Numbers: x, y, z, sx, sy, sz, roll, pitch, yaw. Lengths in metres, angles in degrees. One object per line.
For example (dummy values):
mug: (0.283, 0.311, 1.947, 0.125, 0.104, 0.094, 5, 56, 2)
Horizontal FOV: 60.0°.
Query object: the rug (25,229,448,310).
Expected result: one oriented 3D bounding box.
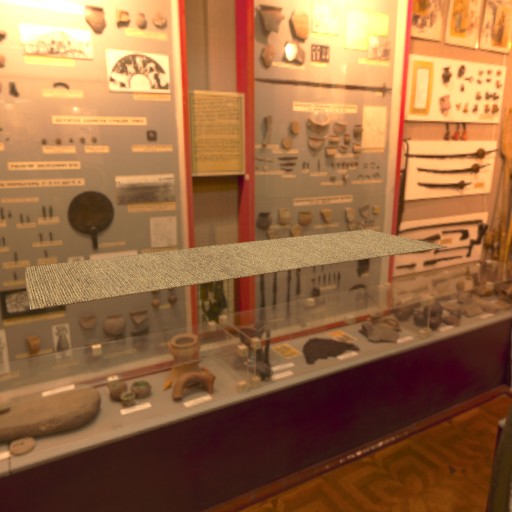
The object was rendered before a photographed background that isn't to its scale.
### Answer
rug: (0.000, 0.000, 2.517, 2.335, 0.013, 0.697, -7, 16, -27)
